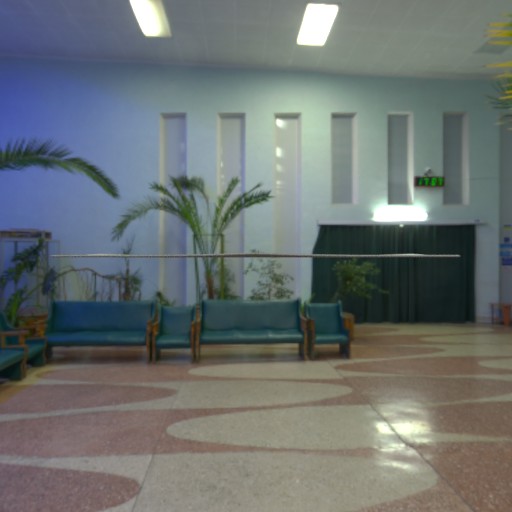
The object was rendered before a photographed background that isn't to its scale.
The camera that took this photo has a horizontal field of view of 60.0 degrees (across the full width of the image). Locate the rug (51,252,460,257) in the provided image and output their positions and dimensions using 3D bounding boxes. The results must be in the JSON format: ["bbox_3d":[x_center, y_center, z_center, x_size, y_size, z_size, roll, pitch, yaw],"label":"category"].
[{"bbox_3d":[0.000,0.000,4.287,2.428,0.027,3.333,0,0,0],"label":"rug"}]
